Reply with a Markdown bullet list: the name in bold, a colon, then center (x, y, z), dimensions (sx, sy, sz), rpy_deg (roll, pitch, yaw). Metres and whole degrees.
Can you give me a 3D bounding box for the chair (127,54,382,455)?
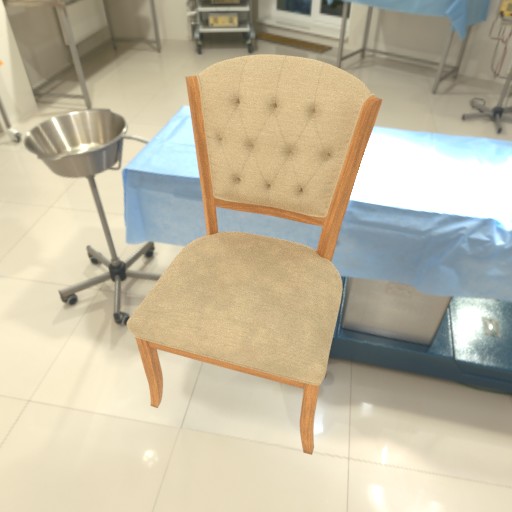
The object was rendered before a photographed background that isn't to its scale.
- **chair**: center (0.000, 0.000, 1.226), dimensions (0.513, 0.905, 0.584), rpy_deg (12, 42, 13)
